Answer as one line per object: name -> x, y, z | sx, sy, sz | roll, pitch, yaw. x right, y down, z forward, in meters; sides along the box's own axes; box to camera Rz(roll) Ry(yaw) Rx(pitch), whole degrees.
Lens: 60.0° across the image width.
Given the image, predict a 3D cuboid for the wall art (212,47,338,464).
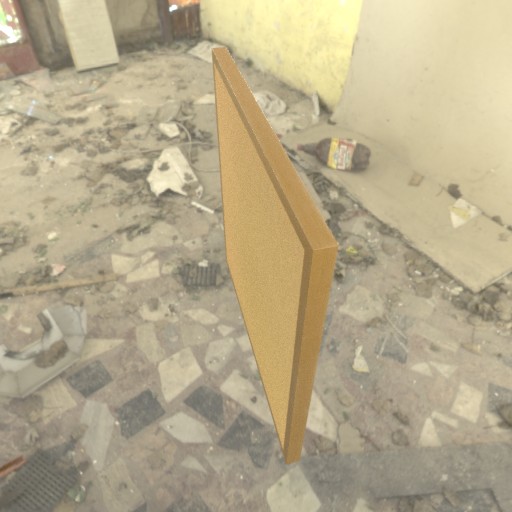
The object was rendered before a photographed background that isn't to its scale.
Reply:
wall art -> 0.000, 0.000, 1.130 | 0.037, 0.760, 0.762 | -10, 46, -10
